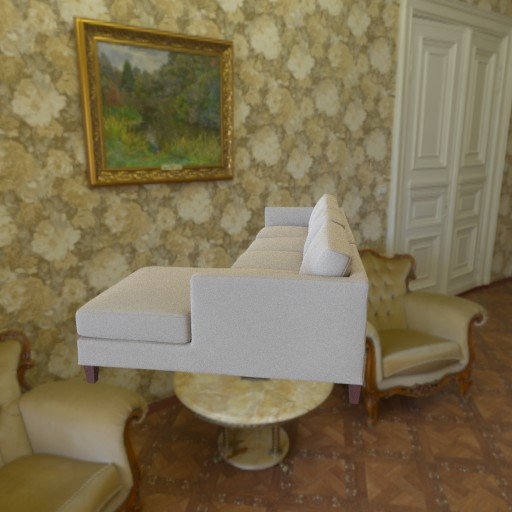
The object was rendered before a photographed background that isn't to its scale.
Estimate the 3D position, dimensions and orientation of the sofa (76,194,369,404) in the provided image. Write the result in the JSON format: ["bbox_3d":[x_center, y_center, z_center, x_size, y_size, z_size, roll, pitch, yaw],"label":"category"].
[{"bbox_3d":[0.000,0.000,3.888,1.625,0.861,3.186,2,13,8],"label":"sofa"}]
